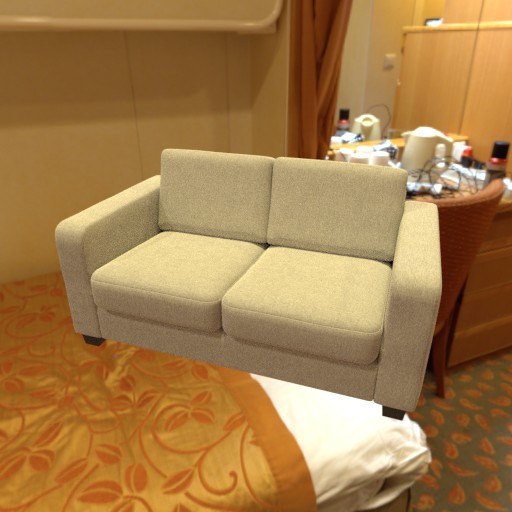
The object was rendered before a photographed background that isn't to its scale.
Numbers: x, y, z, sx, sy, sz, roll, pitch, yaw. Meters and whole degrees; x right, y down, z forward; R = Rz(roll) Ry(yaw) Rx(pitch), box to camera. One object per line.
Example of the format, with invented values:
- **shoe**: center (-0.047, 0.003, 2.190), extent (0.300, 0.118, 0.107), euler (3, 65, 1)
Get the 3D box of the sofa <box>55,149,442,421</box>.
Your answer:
- **sofa**: center (0.000, 0.000, 2.039), extent (1.540, 0.800, 0.900), euler (9, 27, 17)
